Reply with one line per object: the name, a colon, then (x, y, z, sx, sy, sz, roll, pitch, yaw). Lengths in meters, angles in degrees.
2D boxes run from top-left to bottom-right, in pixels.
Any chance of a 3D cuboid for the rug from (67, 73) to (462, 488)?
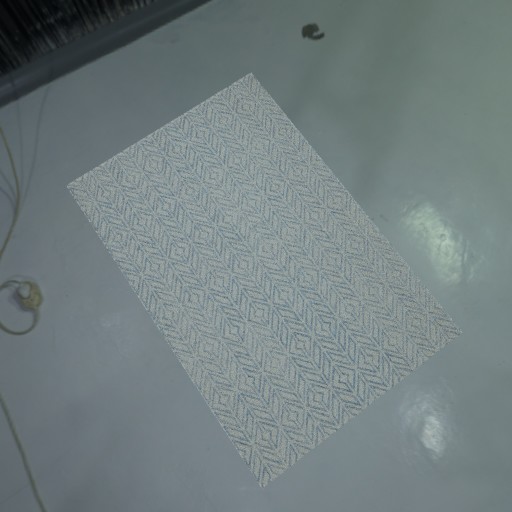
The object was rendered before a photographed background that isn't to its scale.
rug: (0.000, 0.000, 2.300, 1.220, 0.008, 1.824, -34, 78, -8)
